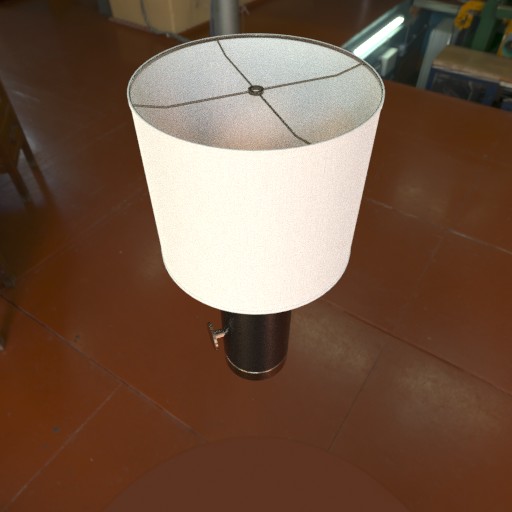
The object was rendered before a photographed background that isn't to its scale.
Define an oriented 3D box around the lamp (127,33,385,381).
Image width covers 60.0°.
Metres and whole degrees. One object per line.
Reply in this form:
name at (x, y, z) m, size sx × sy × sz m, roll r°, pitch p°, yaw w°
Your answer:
lamp at (0.000, 0.000, 0.595) m, size 0.240 × 0.482 × 0.241 m, roll -16°, pitch 48°, yaw -15°
